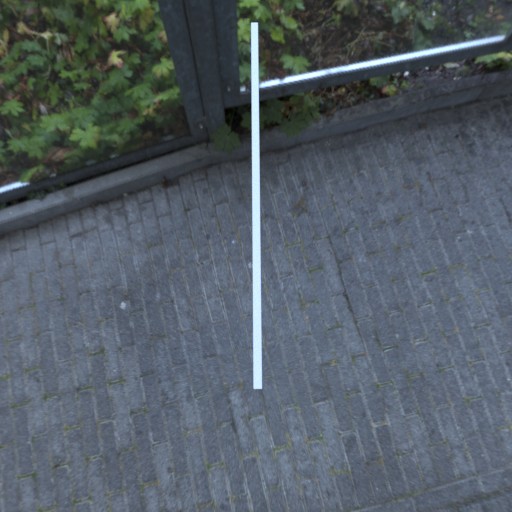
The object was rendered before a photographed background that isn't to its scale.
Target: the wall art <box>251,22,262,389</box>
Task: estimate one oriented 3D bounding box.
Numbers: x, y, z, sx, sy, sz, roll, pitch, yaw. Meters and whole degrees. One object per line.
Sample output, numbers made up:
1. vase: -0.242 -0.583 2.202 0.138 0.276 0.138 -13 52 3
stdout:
1. wall art: 0.000 0.000 1.202 0.013 0.940 0.659 0 75 0
